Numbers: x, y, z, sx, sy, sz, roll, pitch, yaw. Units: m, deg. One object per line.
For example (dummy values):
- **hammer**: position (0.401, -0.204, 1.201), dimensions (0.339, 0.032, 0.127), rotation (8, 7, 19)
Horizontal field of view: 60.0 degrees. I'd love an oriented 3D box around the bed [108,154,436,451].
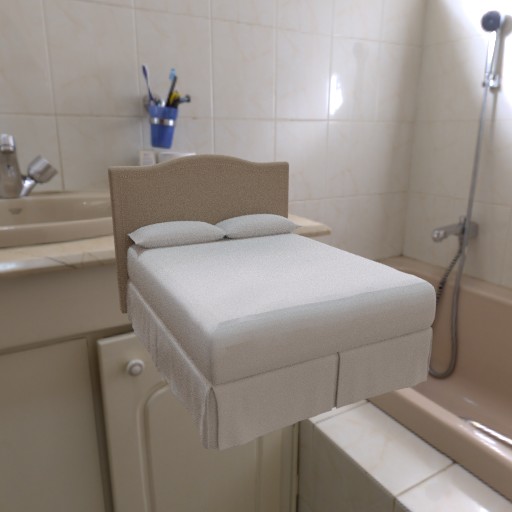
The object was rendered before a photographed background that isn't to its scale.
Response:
- **bed**: position (0.000, 0.000, 3.256), dimensions (1.678, 1.398, 2.052), rotation (-8, 17, -26)
